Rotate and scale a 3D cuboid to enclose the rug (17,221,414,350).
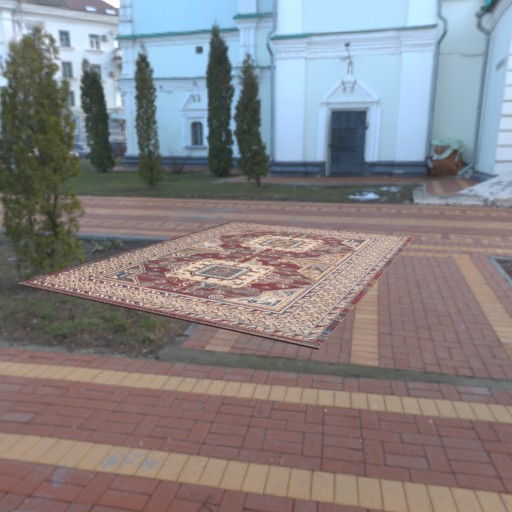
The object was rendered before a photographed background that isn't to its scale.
[{"bbox_3d":[0.000,0.000,4.170,2.381,0.013,3.197,7,16,27],"label":"rug"}]
